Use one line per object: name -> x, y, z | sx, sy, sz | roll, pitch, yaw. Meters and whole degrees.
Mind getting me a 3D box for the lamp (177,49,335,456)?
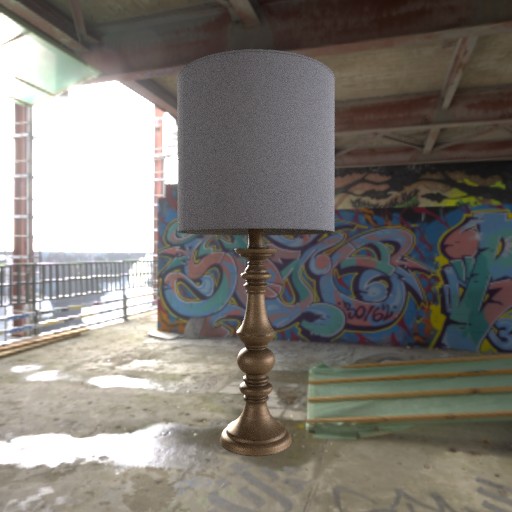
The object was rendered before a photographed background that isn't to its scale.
lamp -> 0.000, 0.000, 0.717 | 0.250, 0.597, 0.250 | 0, 1, 36
